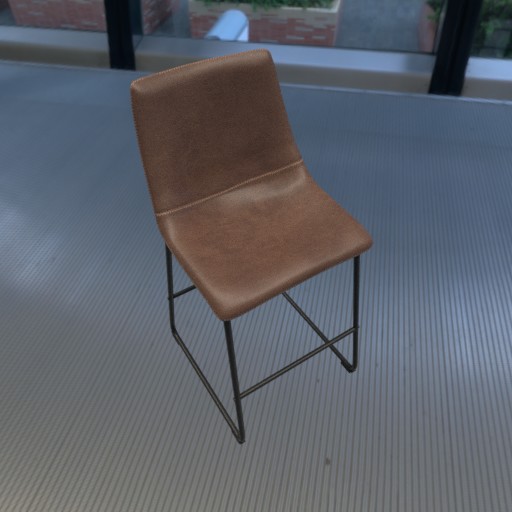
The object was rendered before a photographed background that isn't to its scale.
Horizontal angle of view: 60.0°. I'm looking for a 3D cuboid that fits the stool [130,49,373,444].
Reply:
[{"bbox_3d":[0.000,0.000,1.233,0.460,0.890,0.550,-25,51,-22],"label":"stool"}]
